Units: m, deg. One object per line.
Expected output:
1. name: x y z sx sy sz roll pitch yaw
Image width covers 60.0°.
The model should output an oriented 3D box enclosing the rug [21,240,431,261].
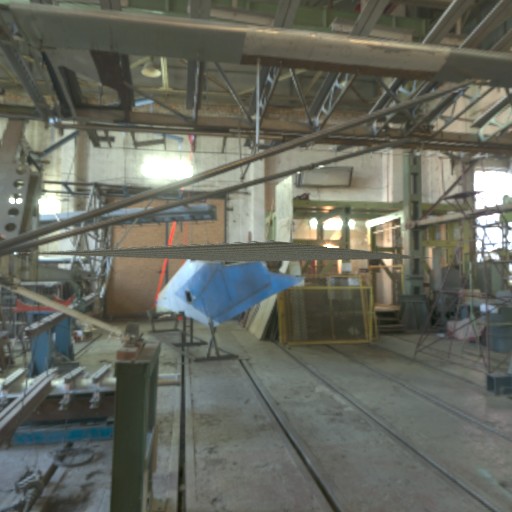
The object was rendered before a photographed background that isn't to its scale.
1. rug: 0.000 0.000 4.108 2.439 0.005 3.201 -2 -3 35
